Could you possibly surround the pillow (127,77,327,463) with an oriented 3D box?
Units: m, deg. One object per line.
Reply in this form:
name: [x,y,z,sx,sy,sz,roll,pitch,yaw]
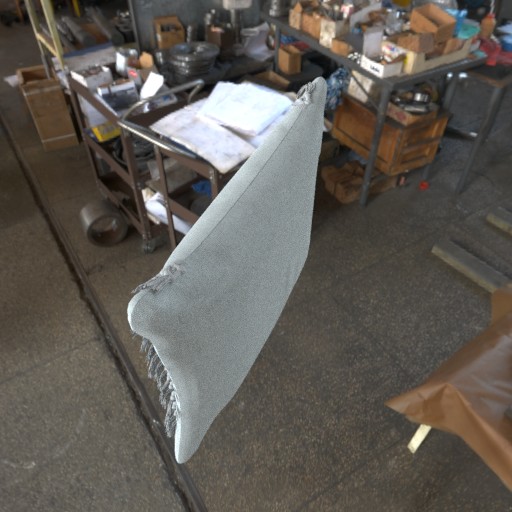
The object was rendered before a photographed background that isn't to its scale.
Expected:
pillow: [0.000,0.000,0.580,0.084,0.305,0.466,17,47,17]
